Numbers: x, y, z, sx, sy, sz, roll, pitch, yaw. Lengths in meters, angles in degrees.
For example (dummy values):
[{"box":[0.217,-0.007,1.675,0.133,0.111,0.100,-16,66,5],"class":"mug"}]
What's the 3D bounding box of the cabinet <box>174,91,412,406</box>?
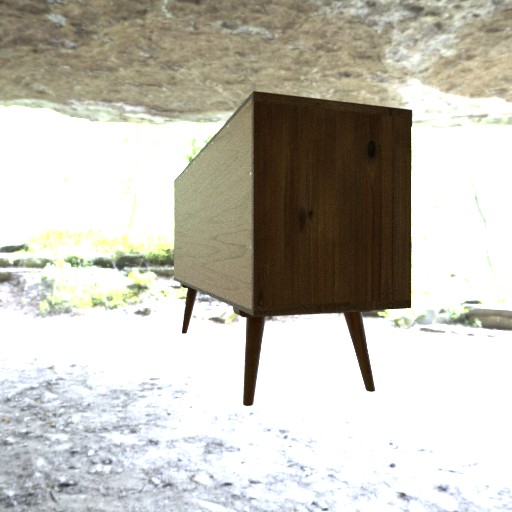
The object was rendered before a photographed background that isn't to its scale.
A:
[{"box":[0.000,0.000,1.794,0.472,0.800,1.400,0,1,-18],"class":"cabinet"}]
